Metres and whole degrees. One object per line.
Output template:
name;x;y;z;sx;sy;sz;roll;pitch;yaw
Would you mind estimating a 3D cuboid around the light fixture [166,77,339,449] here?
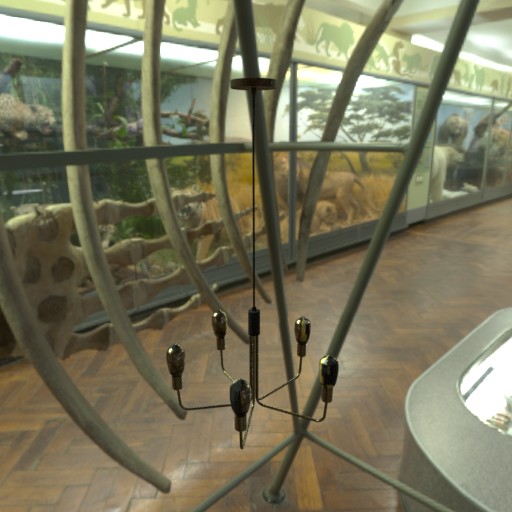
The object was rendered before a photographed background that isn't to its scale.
light fixture;0.000;0.000;1.438;0.588;1.059;0.532;14;21;42
